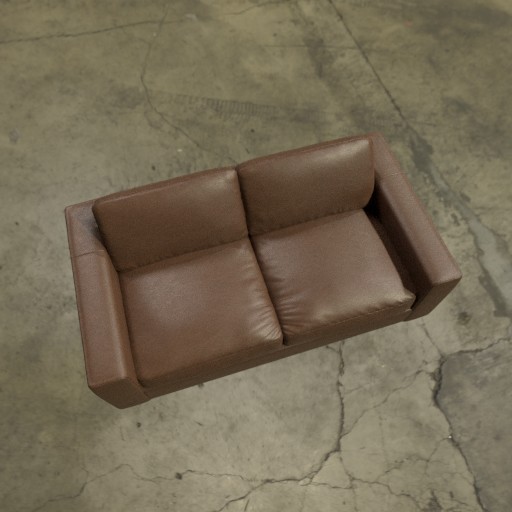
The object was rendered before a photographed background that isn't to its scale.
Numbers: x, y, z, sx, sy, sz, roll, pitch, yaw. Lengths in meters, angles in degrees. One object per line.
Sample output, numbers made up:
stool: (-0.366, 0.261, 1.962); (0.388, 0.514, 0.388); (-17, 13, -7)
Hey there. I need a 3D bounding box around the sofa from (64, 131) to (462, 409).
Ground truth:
sofa: (0.000, 0.000, 2.495); (1.920, 0.800, 1.070); (-15, 63, -8)
